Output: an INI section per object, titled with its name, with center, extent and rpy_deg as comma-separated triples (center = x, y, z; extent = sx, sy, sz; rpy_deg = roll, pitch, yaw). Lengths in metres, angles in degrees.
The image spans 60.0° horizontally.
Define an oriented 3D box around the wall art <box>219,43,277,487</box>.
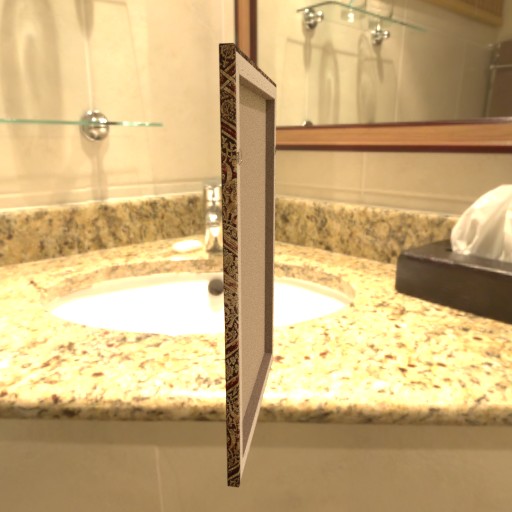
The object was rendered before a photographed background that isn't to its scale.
[wall art]
center = 0.000, 0.000, 0.765
extent = 0.020, 0.599, 0.397
rpy_deg = 2, 15, 9
